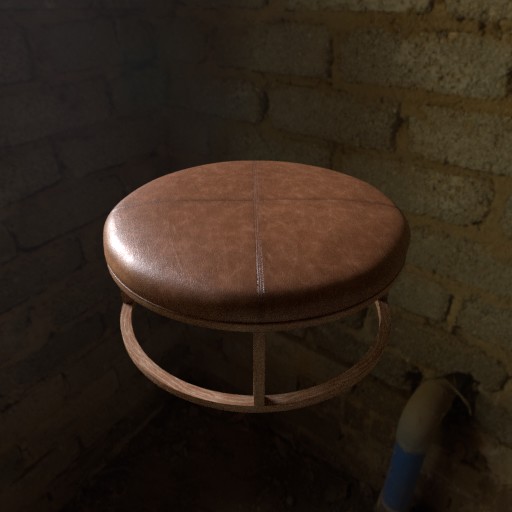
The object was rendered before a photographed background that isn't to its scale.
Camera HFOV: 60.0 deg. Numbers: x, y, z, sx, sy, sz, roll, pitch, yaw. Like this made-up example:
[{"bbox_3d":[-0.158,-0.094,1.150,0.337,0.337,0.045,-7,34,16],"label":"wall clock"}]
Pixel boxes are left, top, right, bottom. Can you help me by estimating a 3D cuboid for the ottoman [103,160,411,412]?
[{"bbox_3d":[0.000,0.000,1.581,1.006,0.445,1.006,0,32,0],"label":"ottoman"}]
